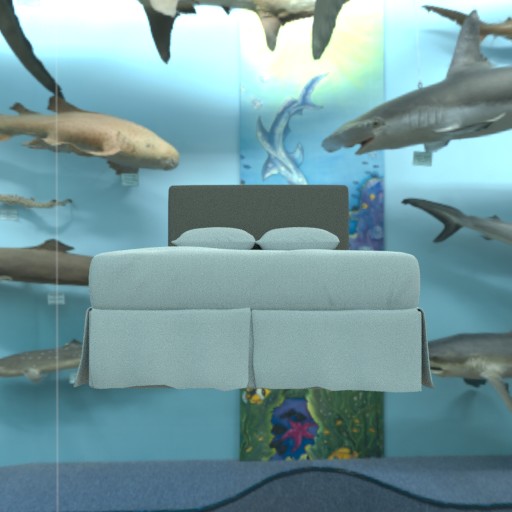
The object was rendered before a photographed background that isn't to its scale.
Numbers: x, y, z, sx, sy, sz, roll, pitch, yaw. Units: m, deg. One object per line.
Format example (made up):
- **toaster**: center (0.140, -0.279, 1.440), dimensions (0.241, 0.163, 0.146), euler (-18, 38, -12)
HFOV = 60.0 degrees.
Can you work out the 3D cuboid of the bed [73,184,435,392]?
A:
- **bed**: center (0.000, 0.000, 3.161), dimensions (1.748, 1.330, 2.142), euler (0, 0, 1)
